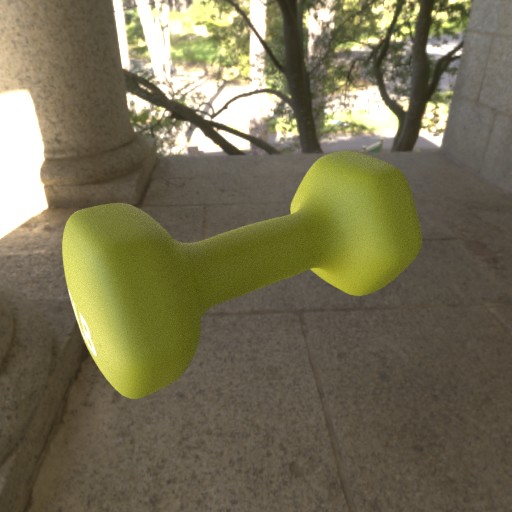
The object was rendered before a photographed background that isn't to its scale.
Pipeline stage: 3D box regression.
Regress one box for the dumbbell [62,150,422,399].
[{"bbox_3d":[0.000,0.000,0.209,0.164,0.072,0.080,-18,35,-29],"label":"dumbbell"}]
